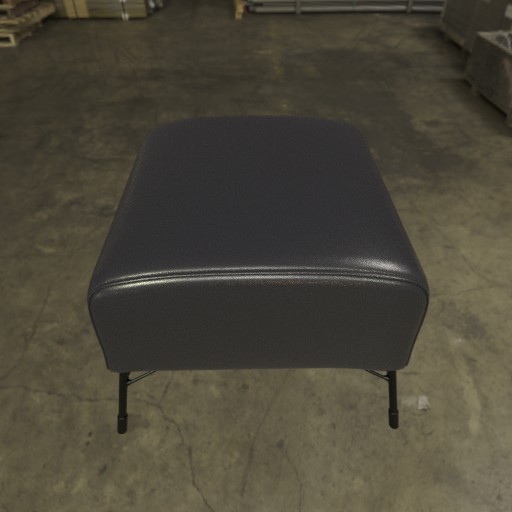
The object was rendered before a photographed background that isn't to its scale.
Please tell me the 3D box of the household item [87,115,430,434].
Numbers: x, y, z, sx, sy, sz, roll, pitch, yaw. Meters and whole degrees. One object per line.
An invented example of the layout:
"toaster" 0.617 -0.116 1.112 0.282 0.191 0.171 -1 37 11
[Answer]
"household item" 0.000 0.000 0.893 0.530 0.410 0.530 -1 41 -1
